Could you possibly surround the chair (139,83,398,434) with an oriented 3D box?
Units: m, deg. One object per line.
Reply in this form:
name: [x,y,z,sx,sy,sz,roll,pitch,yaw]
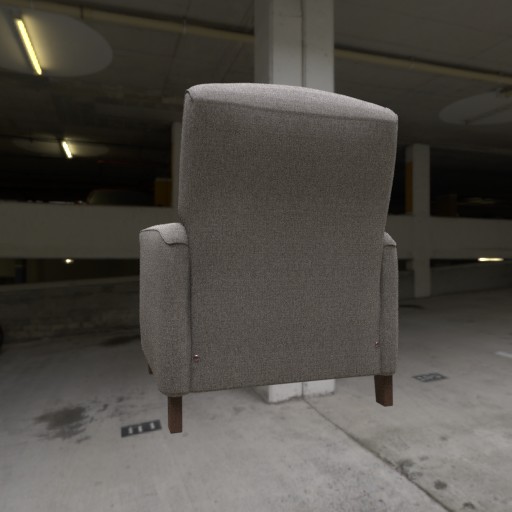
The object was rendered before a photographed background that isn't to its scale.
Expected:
chair: [0.000,0.000,1.705,0.848,1.014,0.864,0,0,-19]
